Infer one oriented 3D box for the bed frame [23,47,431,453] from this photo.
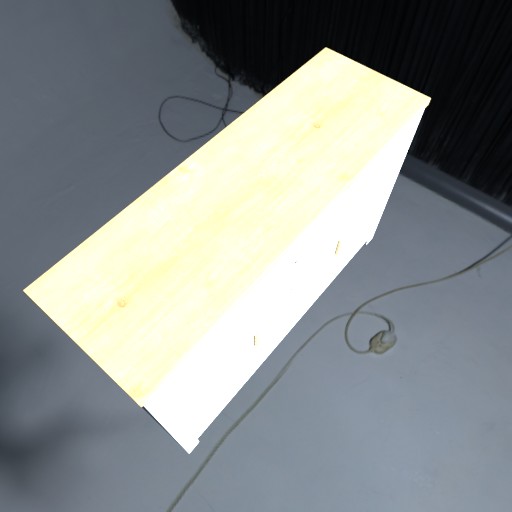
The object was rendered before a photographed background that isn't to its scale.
[{"bbox_3d":[0.000,0.000,1.655,0.430,0.850,1.300,36,65,20],"label":"bed frame"}]
